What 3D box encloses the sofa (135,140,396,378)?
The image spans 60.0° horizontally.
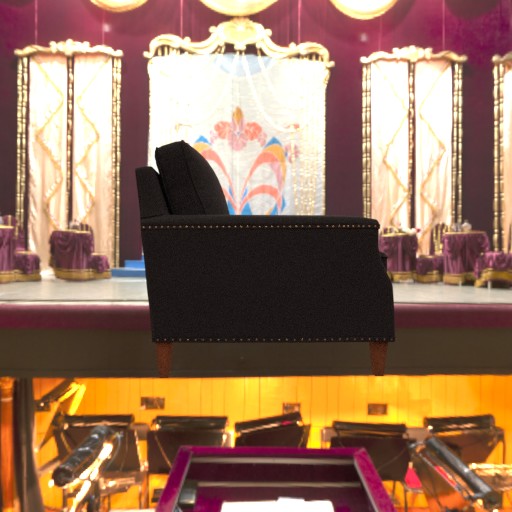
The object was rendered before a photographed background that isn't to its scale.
[{"bbox_3d":[0.000,0.000,2.885,1.084,1.003,2.246,0,0,-2],"label":"sofa"}]
